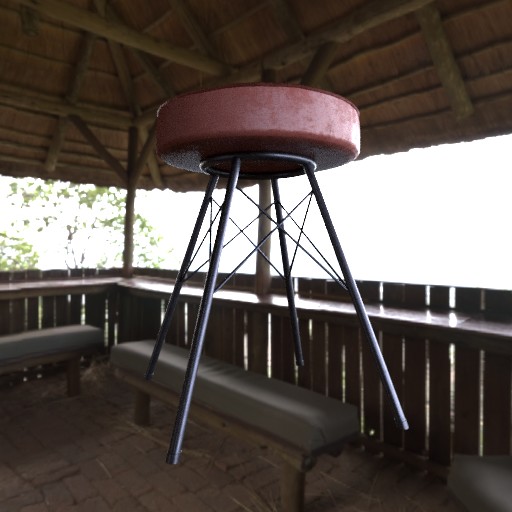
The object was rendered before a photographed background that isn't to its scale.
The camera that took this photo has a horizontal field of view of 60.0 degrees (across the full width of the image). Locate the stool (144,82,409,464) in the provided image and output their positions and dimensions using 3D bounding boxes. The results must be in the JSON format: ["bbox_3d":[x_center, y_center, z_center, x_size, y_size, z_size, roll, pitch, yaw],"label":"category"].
[{"bbox_3d":[0.000,0.000,0.913,0.421,0.593,0.457,0,1,-18],"label":"stool"}]
